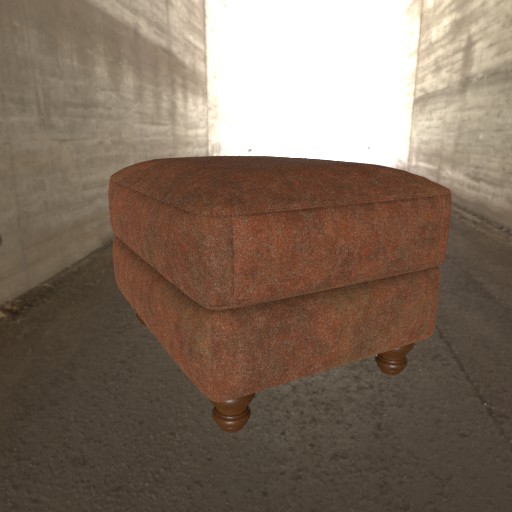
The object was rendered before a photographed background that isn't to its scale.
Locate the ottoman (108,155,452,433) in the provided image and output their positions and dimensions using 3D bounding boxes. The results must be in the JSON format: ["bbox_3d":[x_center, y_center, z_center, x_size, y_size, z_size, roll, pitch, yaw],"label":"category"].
[{"bbox_3d":[0.000,0.000,1.169,0.635,0.508,0.787,-8,17,-28],"label":"ottoman"}]
